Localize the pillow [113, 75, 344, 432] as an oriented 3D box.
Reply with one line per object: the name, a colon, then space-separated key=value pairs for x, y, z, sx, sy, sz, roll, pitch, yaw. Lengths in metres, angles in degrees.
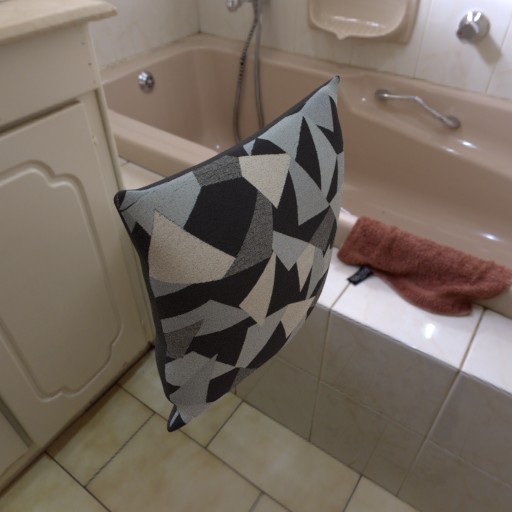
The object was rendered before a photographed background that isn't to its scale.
pillow: x=0.000 y=0.000 z=0.776 sx=0.208 sy=0.496 sz=0.503 roll=27 pitch=48 yaw=27
